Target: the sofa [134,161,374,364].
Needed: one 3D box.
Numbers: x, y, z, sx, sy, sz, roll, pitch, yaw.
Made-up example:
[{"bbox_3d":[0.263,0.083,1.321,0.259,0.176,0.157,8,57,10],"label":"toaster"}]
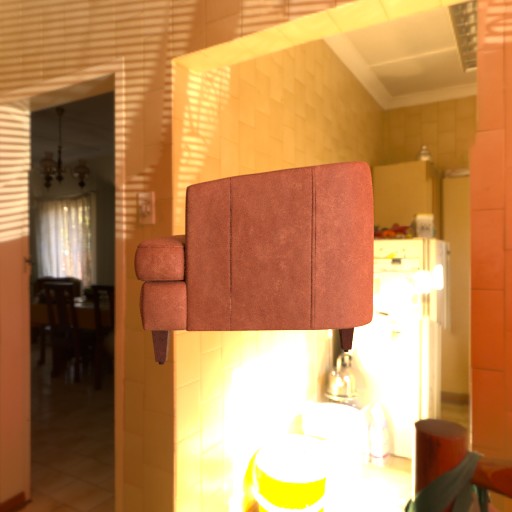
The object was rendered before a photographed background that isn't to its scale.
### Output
[{"bbox_3d":[0.000,0.000,2.699,0.922,0.791,2.257,0,1,-1],"label":"sofa"}]
